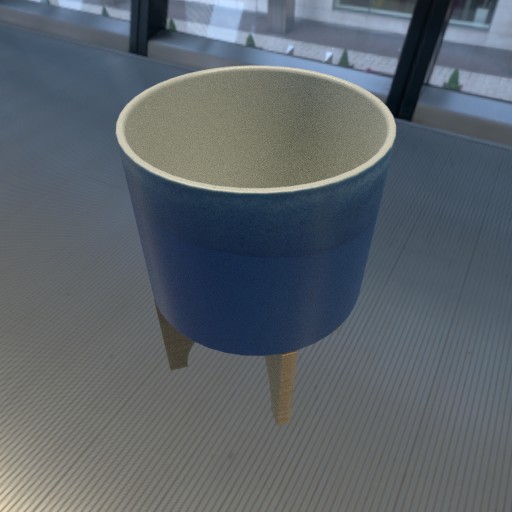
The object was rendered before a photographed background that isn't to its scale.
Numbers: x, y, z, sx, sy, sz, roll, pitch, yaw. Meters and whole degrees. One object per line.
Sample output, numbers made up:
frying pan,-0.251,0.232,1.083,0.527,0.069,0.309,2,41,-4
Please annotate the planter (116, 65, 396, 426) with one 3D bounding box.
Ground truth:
planter,0.000,0.000,0.546,0.261,0.367,0.261,0,43,0
